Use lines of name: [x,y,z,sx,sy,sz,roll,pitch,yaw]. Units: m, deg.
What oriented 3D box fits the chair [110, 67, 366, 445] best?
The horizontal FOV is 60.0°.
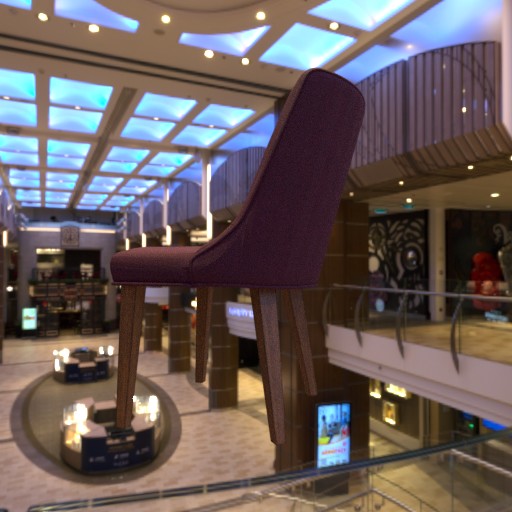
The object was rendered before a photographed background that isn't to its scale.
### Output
chair: [0.000,0.000,1.325,0.638,0.916,0.548,0,-1,18]
